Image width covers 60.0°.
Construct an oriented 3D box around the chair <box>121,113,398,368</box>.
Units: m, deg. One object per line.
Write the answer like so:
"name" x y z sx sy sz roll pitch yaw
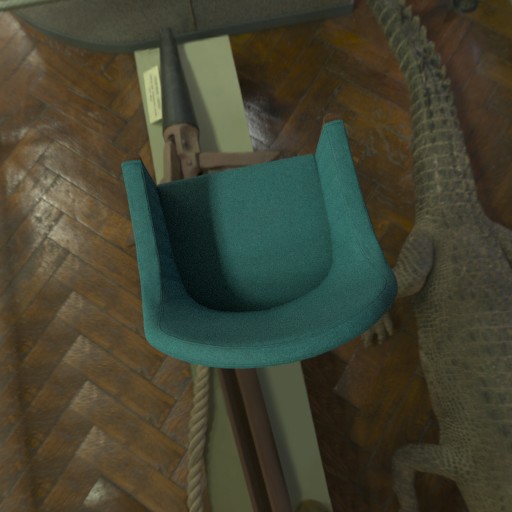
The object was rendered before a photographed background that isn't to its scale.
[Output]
"chair" 0.000 0.000 1.340 0.656 0.907 0.652 -12 76 -3
